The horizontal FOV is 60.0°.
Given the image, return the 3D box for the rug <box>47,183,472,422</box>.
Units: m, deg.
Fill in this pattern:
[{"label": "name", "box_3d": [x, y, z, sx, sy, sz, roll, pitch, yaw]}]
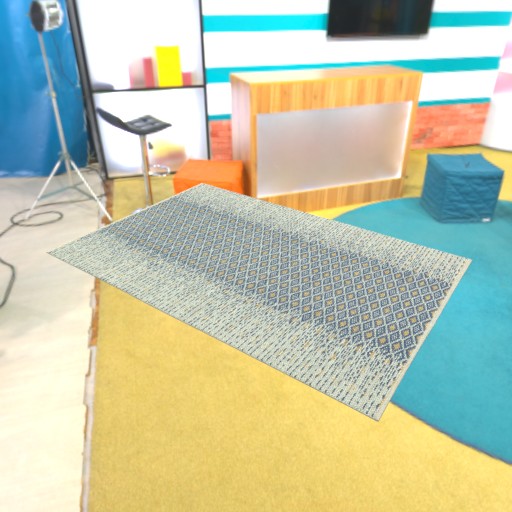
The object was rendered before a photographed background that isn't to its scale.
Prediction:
[{"label": "rug", "box_3d": [0.000, 0.000, 2.283, 1.828, 0.005, 1.219, 20, 36, 30]}]
